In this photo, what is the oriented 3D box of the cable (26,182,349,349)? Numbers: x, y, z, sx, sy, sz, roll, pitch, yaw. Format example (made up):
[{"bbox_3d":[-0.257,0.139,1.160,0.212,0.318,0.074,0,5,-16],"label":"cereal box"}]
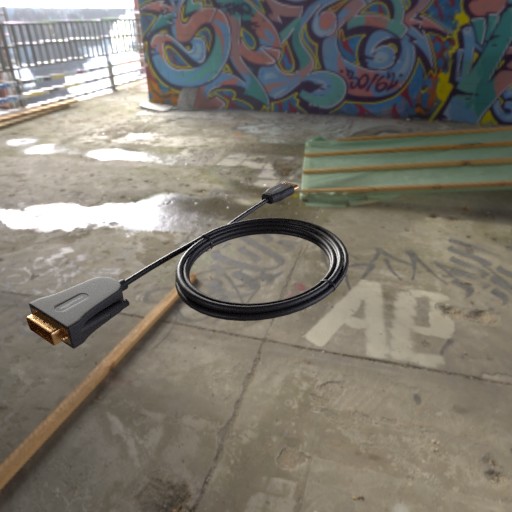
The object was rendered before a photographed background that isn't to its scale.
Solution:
[{"bbox_3d":[0.000,0.000,0.323,0.136,0.015,0.281,20,35,31],"label":"cable"}]
